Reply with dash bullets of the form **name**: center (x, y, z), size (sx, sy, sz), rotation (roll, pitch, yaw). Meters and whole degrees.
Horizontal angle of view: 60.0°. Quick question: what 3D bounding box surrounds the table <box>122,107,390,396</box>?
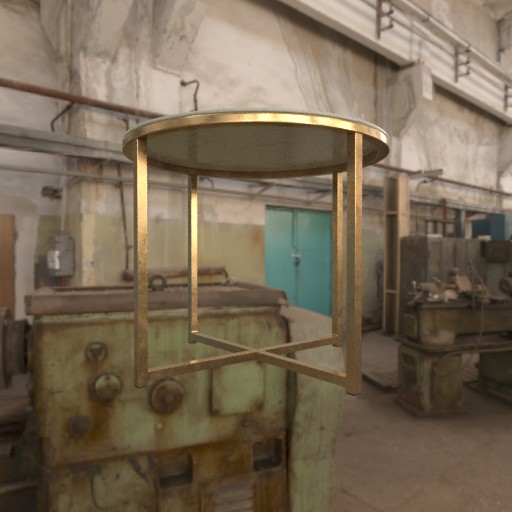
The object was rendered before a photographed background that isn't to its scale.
- **table**: center (0.000, 0.000, 0.868), size (0.500, 0.420, 0.500), rotation (0, 1, 0)
